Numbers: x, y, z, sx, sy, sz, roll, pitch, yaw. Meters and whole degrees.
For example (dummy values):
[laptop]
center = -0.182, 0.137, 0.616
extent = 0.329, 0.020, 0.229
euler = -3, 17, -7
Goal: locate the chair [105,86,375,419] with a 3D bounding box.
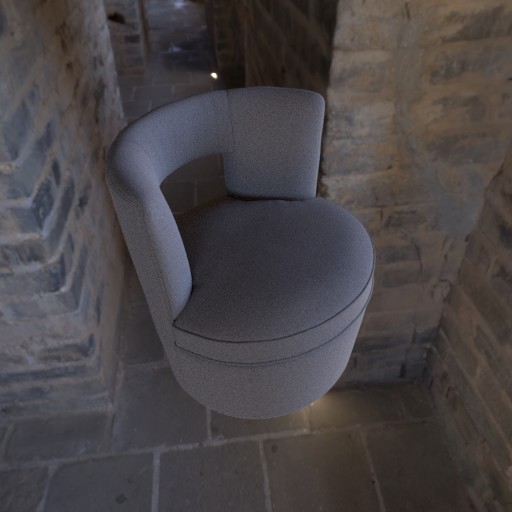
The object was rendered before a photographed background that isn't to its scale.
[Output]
[chair]
center = 0.000, 0.000, 1.253
extent = 0.660, 0.719, 0.689
euler = 26, 47, 27
